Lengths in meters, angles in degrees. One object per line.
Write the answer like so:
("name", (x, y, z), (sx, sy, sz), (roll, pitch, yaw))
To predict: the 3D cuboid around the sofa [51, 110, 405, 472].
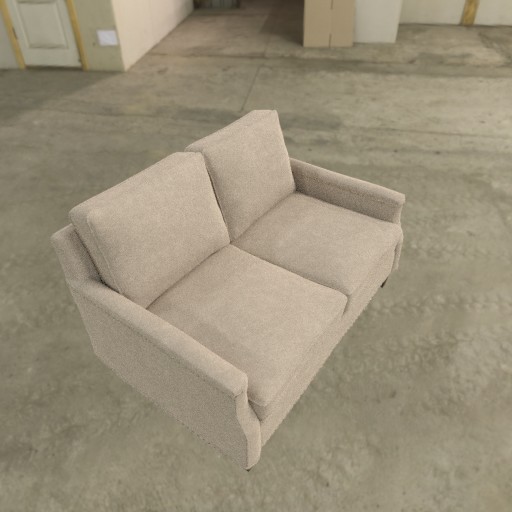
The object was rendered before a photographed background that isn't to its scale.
("sofa", (0.000, 0.000, 2.308), (1.084, 1.002, 1.597), (25, 46, 27))
